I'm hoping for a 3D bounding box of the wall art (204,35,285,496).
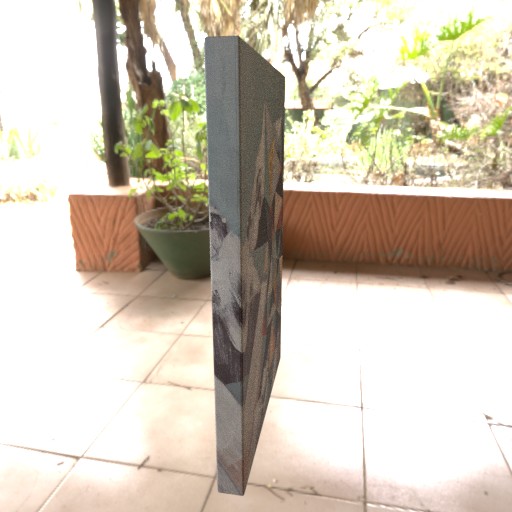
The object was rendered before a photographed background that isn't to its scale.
[{"bbox_3d":[0.000,0.000,1.126,0.061,0.911,0.609,3,17,10],"label":"wall art"}]
